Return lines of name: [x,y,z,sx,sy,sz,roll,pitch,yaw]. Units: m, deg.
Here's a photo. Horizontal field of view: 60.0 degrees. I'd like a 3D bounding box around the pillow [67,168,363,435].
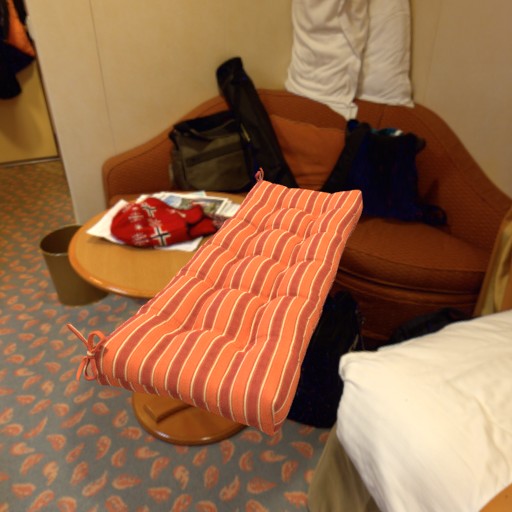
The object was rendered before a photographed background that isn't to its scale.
pillow: [0.000,0.000,1.371,0.511,0.174,1.194,10,32,17]
